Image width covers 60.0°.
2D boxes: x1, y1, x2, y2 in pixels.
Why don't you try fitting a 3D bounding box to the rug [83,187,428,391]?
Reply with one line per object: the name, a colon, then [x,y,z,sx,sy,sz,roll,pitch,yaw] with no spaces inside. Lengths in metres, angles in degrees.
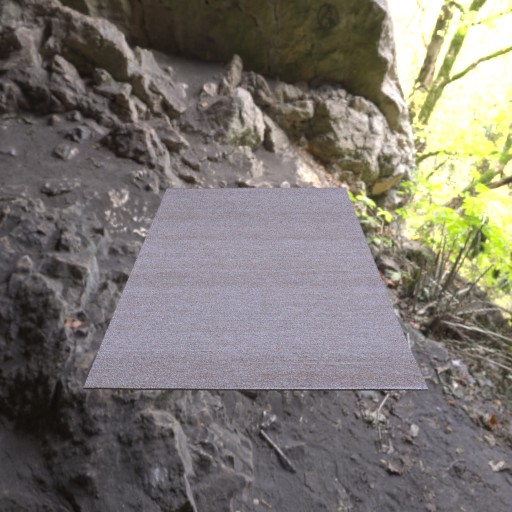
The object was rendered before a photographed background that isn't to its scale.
rug: [0.000,0.000,2.994,1.596,0.030,2.283,0,33,0]
